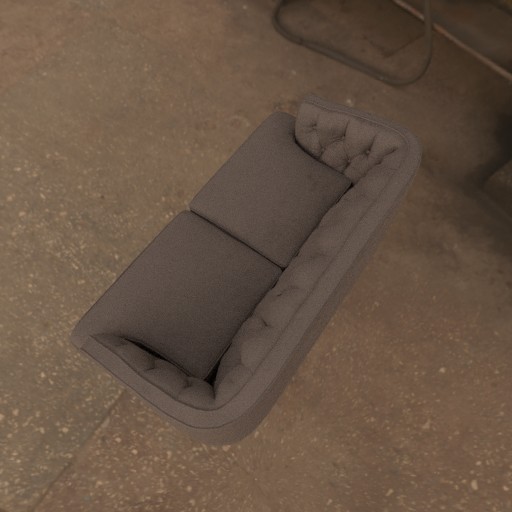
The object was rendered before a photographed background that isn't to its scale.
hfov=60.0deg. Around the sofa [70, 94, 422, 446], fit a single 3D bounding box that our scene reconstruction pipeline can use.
[{"bbox_3d":[0.000,0.000,2.238,0.941,0.855,1.733,32,68,15],"label":"sofa"}]
